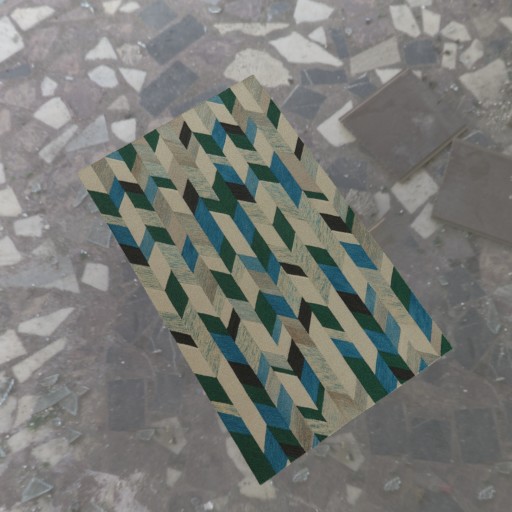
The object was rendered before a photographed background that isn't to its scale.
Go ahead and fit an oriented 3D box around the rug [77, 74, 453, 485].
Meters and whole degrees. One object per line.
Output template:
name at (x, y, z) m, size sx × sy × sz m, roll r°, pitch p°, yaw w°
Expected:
rug at (0.000, 0.000, 3.021) m, size 1.507 × 0.007 × 2.433 m, roll -32°, pitch 78°, yaw -8°
